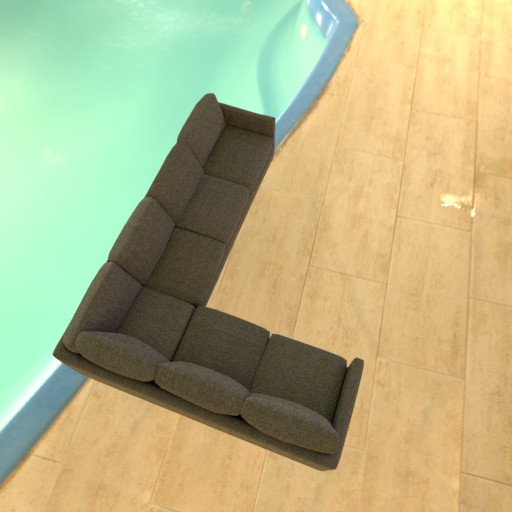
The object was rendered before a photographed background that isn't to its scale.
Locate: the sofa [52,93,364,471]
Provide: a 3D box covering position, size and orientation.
[{"bbox_3d":[0.000,0.000,4.513,2.593,0.947,3.302,18,64,9],"label":"sofa"}]
